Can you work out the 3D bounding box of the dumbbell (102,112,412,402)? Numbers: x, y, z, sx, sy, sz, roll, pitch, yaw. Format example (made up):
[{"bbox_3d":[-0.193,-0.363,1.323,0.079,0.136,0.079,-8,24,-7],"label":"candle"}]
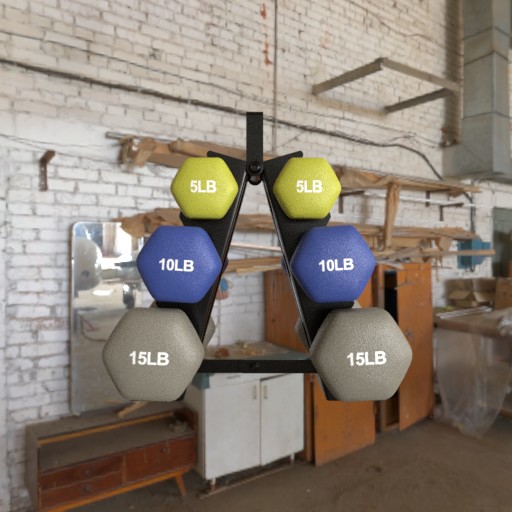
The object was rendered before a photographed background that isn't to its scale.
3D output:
[{"bbox_3d":[0.000,0.000,0.696,0.416,0.426,0.261,0,1,0],"label":"dumbbell"}]
